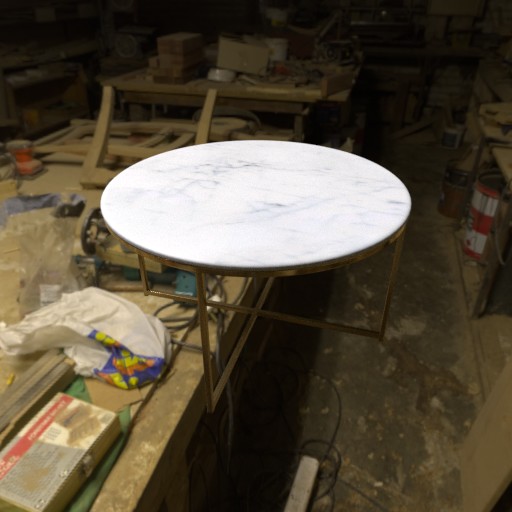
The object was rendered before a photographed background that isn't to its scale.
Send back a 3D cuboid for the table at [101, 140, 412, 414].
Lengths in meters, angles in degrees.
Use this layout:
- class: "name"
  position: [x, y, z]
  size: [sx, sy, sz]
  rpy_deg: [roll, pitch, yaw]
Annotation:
- class: "table"
  position: [0.000, 0.000, 1.305]
  size: [0.800, 0.450, 0.800]
  rpy_deg: [0, 32, 0]
